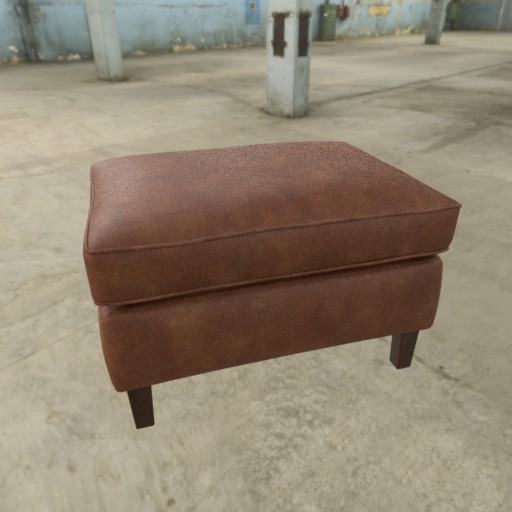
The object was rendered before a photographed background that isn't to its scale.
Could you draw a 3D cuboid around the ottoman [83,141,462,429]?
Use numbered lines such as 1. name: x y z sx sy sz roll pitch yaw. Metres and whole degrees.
1. ottoman: 0.000 0.000 0.984 0.665 0.418 0.501 -8 29 -15
